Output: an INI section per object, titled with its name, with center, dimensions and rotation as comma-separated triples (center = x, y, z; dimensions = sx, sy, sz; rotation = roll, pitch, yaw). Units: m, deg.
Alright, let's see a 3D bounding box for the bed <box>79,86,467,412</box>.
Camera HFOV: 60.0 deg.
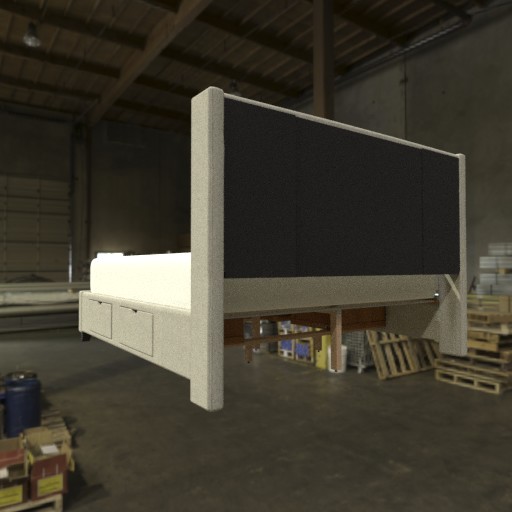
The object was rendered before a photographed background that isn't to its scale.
[bed]
center = 0.000, 0.000, 3.516
dimensions = 2.140, 1.470, 2.280
rotation = 1, -2, -36
